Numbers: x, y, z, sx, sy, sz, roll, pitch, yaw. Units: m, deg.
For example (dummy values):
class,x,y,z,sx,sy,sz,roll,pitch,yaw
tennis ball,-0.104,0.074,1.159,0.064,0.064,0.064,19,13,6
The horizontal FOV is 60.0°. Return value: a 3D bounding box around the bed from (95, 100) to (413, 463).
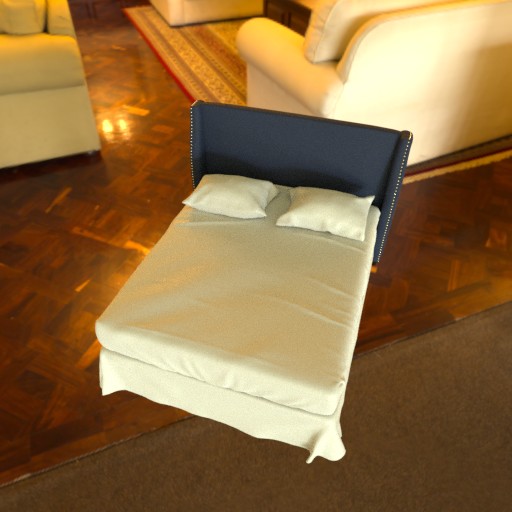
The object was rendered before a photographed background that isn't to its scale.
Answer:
class,x,y,z,sx,sy,sz,roll,pitch,yaw
bed,0.000,0.000,3.428,1.925,1.332,2.276,13,45,13
